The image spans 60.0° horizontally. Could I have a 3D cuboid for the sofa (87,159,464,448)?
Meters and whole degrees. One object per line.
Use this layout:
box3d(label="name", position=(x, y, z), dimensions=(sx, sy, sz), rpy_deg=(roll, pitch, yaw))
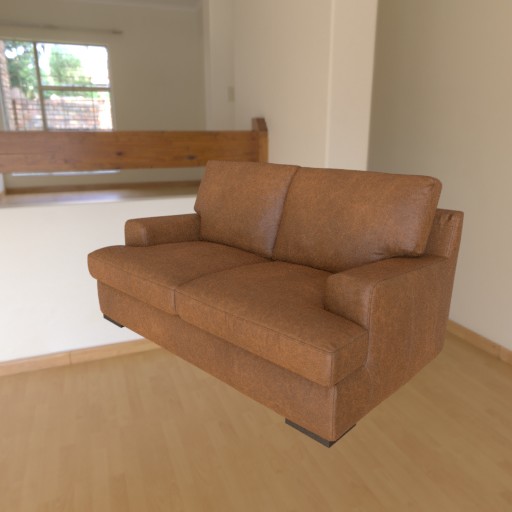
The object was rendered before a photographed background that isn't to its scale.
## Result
box3d(label="sofa", position=(0.000, 0.000, 2.483), dimensions=(1.880, 0.966, 1.144), rpy_deg=(15, 22, 42))
